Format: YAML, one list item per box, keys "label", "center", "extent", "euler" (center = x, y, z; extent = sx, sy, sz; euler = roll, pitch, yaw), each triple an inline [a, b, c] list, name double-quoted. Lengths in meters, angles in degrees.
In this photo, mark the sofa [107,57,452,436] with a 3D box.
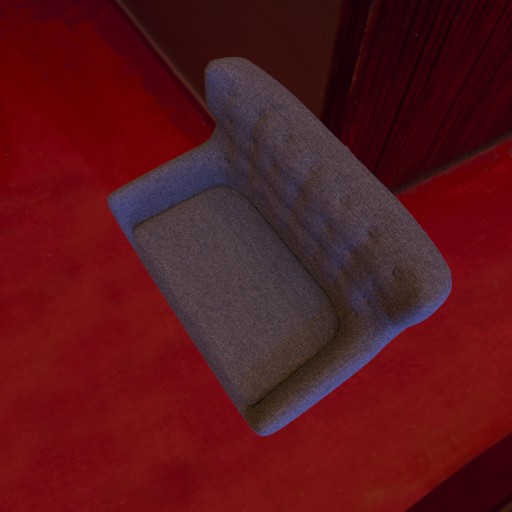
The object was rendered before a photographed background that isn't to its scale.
- label: "sofa"
  center: [0.000, 0.000, 2.043]
  extent: [0.874, 1.028, 1.358]
  euler: [-32, 69, -14]
